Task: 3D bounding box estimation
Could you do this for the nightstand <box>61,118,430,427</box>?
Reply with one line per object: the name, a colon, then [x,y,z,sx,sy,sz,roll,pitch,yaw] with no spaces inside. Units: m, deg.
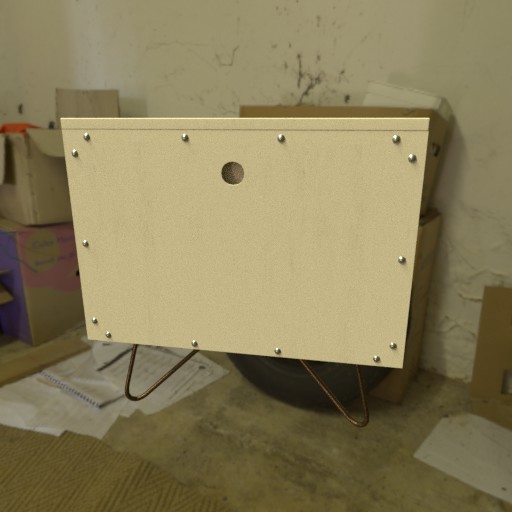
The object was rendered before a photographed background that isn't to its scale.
nightstand: [0.000,0.000,1.017,0.614,0.604,0.447,3,17,10]
